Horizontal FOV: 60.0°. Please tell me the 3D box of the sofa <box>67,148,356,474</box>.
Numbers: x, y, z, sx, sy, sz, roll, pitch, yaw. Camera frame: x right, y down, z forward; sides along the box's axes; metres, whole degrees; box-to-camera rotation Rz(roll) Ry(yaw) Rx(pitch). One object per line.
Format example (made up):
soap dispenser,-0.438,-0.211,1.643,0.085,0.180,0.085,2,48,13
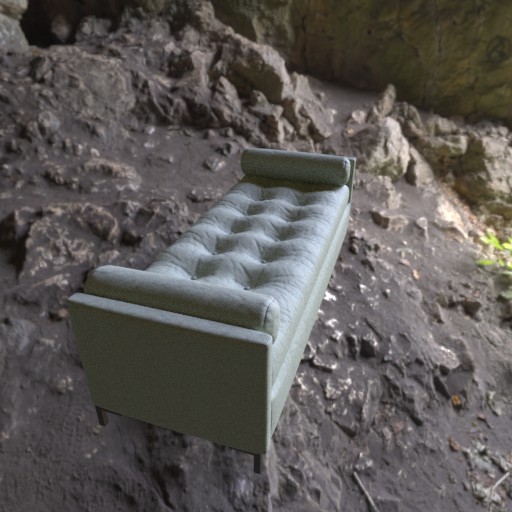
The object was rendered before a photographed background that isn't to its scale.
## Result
sofa,0.000,0.000,2.493,0.796,0.705,2.102,9,31,16
